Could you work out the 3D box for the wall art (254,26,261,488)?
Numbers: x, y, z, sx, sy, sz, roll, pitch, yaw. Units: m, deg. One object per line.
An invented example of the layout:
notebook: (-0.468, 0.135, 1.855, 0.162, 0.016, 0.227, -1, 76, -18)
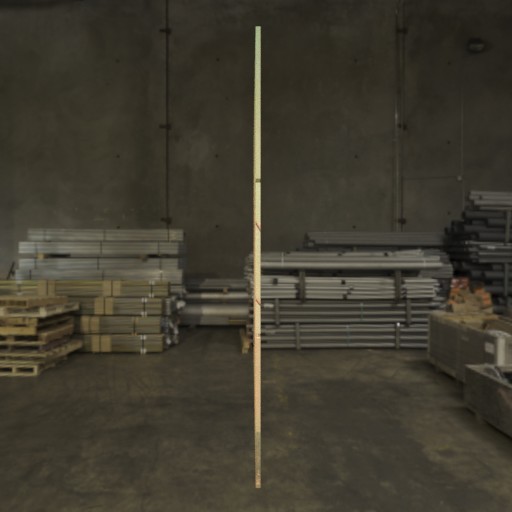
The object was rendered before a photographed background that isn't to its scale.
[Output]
wall art: (0.000, 0.000, 1.778, 0.013, 1.219, 1.214, 0, 1, -1)
